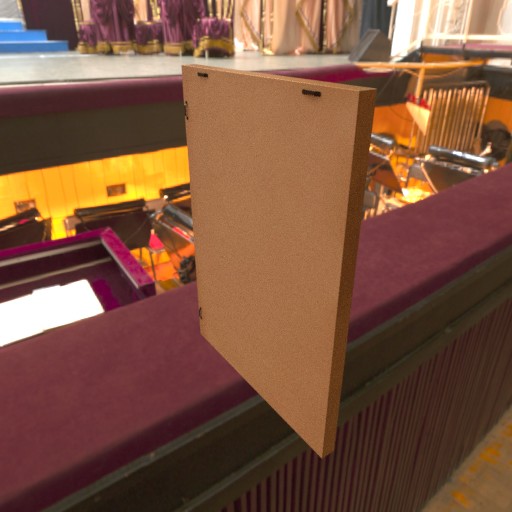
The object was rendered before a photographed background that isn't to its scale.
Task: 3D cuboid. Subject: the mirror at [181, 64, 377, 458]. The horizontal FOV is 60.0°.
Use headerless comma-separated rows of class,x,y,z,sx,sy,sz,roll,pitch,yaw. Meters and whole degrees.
mirror,0.000,0.000,0.932,0.039,0.710,0.507,-18,33,-31
